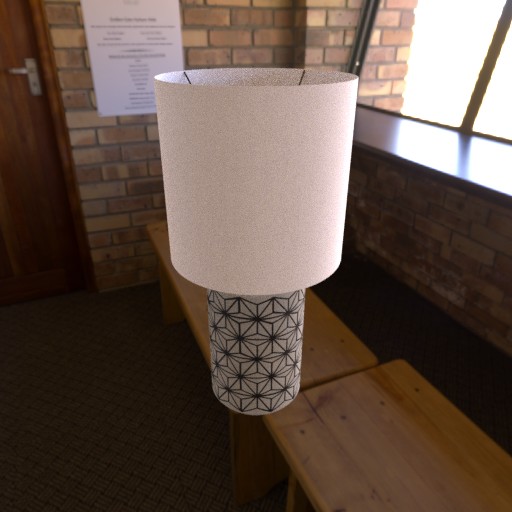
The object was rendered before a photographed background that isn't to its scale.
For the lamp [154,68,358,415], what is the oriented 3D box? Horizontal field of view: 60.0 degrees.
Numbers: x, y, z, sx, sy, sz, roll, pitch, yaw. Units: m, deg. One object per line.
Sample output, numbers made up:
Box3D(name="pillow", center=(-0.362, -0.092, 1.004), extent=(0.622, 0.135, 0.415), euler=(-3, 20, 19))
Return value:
Box3D(name="lamp", center=(0.000, 0.000, 0.549), extent=(0.206, 0.416, 0.206), euler=(18, 32, 31))
